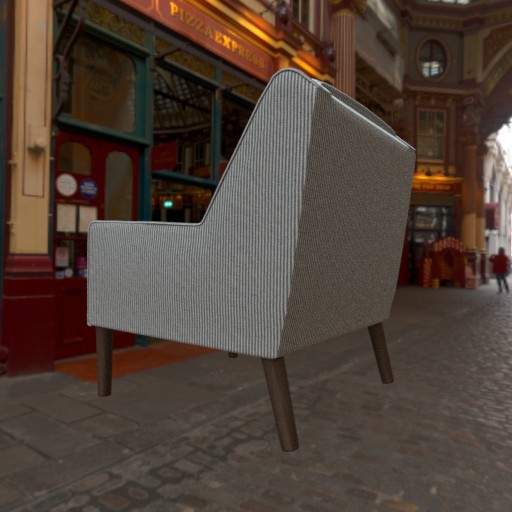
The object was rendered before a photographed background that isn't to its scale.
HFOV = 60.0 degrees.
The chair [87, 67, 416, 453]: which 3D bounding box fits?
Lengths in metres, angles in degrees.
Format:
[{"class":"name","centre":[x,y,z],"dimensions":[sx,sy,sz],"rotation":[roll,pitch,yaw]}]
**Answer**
[{"class":"chair","centre":[0.000,0.000,1.302],"dimensions":[0.743,0.792,0.663],"rotation":[0,0,36]}]
